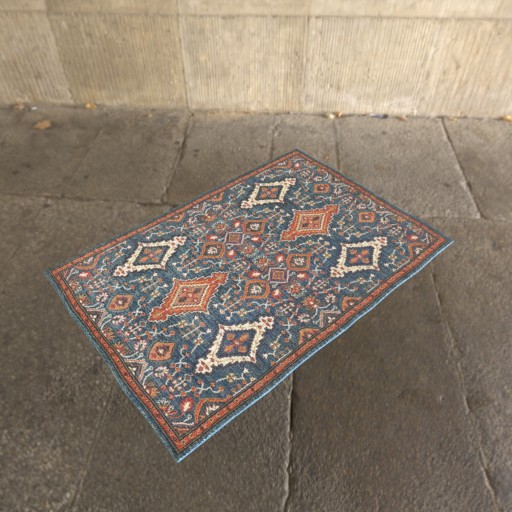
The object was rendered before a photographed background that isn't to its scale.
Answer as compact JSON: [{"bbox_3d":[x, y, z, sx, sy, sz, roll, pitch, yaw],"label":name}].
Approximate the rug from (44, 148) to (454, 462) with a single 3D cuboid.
[{"bbox_3d":[0.000,0.000,3.055,2.373,0.009,1.622,-31,53,-27],"label":"rug"}]
